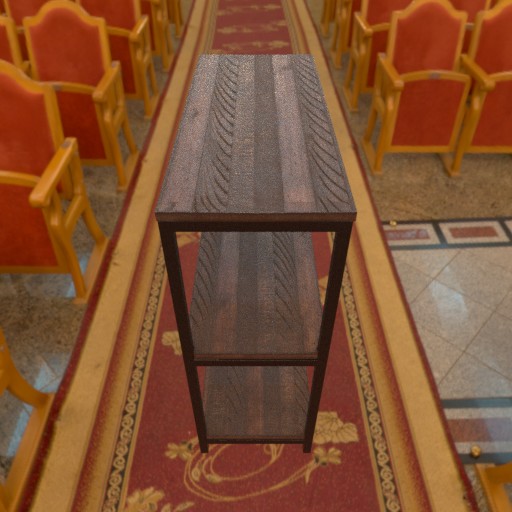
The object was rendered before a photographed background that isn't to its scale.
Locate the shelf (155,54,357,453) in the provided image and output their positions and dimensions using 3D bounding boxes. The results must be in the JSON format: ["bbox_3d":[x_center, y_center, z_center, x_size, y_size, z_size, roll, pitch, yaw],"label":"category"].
[{"bbox_3d":[0.000,0.000,1.391,0.352,0.947,0.822,0,42,0],"label":"shelf"}]
